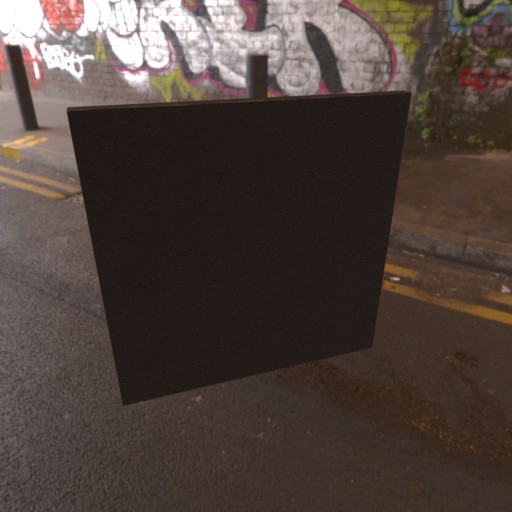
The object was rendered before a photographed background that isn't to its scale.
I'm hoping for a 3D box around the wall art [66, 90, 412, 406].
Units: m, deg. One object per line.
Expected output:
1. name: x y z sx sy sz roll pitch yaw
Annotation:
1. wall art: 0.000 0.000 1.130 0.762 0.762 0.038 -9 29 -16
